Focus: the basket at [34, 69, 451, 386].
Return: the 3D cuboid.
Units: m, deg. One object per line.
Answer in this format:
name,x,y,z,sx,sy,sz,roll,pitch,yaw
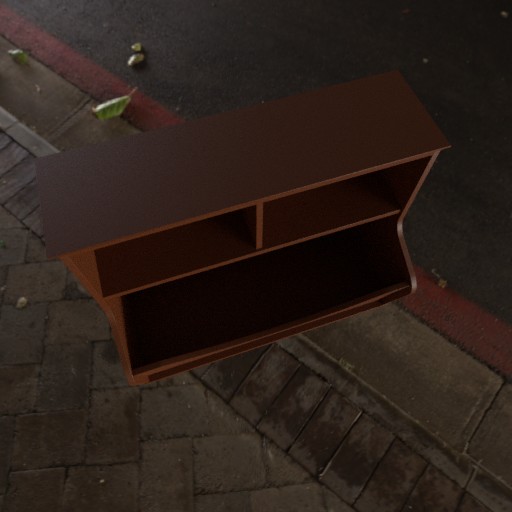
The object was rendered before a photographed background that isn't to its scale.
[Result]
basket,0.000,0.000,1.121,0.792,0.625,0.376,-17,64,-9
